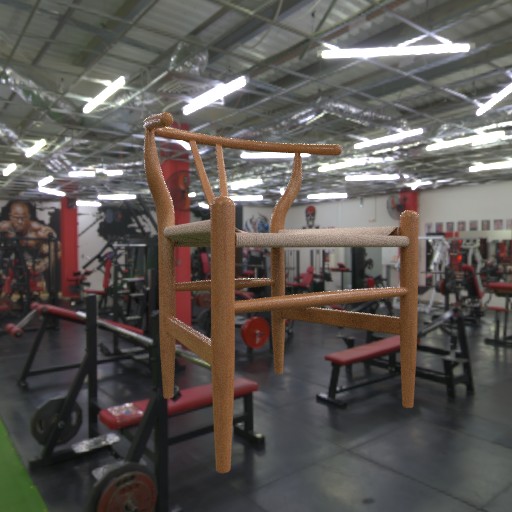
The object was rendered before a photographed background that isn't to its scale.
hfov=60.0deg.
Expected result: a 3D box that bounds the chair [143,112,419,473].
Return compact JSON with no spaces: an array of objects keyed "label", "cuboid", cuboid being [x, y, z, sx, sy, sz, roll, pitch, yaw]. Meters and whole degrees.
[{"label":"chair","cuboid":[0.000,0.000,1.136,0.569,0.730,0.579,-1,2,-36]}]
